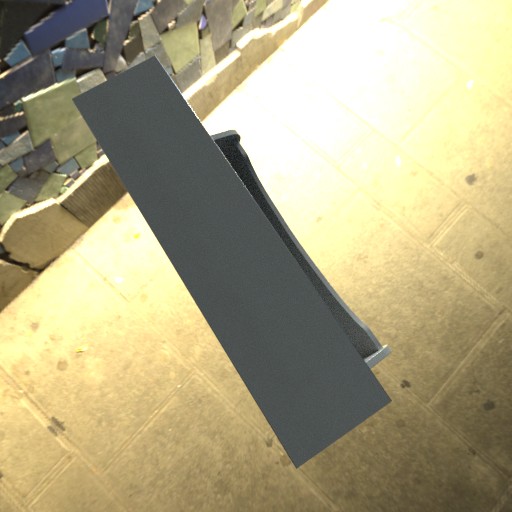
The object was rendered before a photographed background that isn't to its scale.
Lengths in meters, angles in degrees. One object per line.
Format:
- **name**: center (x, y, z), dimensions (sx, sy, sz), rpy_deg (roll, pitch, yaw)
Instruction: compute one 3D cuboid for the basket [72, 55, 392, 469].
- **basket**: center (0.000, 0.000, 1.088), dimensions (0.350, 0.600, 0.780), rpy_deg (-32, 77, -8)
